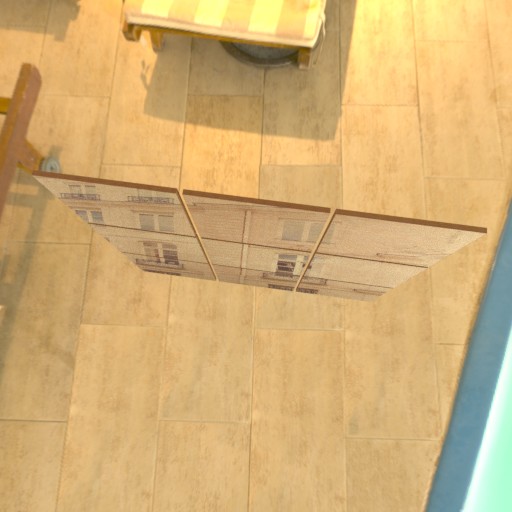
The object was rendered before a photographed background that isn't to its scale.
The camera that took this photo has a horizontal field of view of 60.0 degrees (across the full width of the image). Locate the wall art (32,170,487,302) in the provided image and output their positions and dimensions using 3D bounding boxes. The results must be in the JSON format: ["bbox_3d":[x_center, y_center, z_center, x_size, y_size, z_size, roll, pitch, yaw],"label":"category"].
[{"bbox_3d":[0.000,0.000,1.326,0.915,0.913,0.018,8,76,2],"label":"wall art"}]
